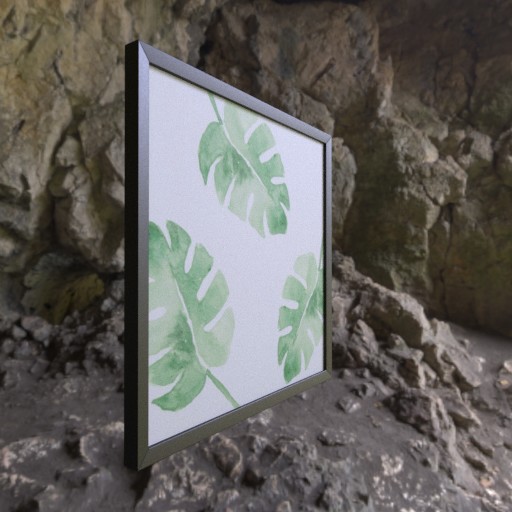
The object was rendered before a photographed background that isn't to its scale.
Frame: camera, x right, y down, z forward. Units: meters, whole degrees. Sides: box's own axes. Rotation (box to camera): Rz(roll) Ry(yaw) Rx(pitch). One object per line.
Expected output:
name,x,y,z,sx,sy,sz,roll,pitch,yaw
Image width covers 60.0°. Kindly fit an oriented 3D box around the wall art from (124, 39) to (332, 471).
wall art,0.000,0.000,1.104,0.038,0.765,0.765,0,-1,36
